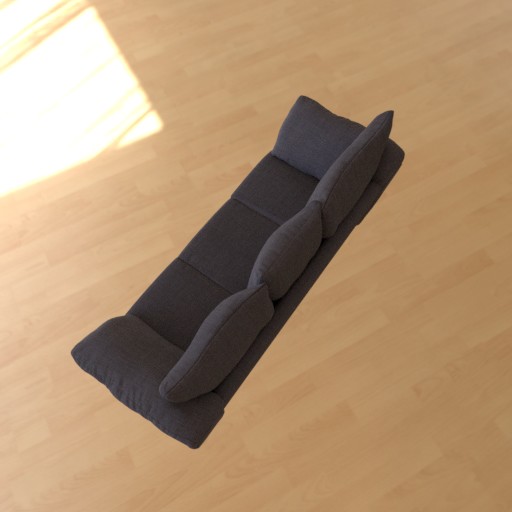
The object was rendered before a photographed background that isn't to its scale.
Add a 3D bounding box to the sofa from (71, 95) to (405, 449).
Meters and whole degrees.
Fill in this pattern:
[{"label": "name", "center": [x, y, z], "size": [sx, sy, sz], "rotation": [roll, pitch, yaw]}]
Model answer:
[{"label": "sofa", "center": [0.000, 0.000, 2.878], "size": [0.883, 1.080, 2.336], "rotation": [33, 69, 15]}]
